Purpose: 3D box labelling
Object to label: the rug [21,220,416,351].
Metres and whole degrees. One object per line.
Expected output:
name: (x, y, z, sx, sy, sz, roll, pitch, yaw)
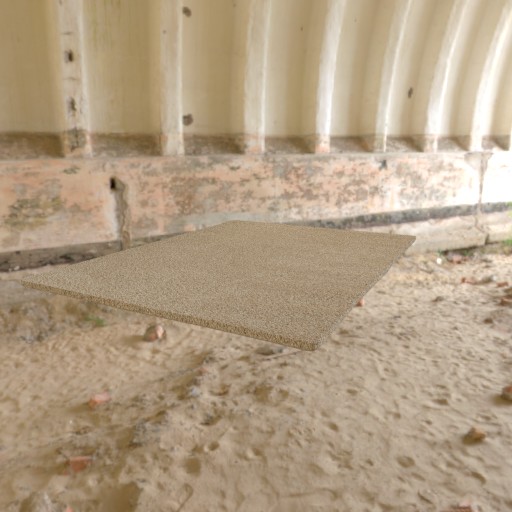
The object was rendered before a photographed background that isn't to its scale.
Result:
rug: (0.000, 0.000, 2.088, 1.199, 0.025, 1.600, 7, 16, 27)
